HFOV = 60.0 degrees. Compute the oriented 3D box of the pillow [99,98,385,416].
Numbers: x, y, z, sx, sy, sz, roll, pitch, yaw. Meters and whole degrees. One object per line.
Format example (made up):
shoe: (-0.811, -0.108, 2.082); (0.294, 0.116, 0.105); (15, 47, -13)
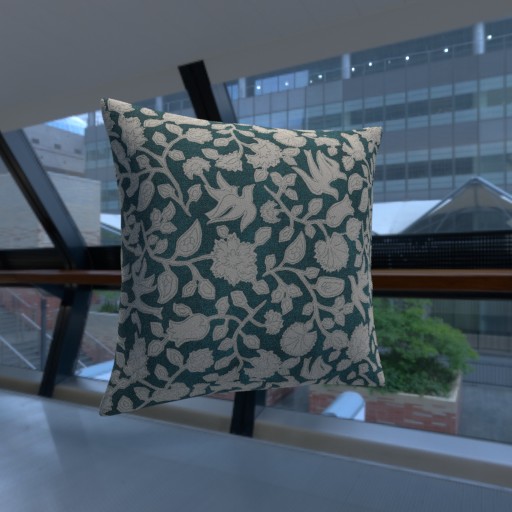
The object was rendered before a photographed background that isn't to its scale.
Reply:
pillow: (0.000, 0.000, 0.787); (0.525, 0.508, 0.166); (0, 0, -18)
